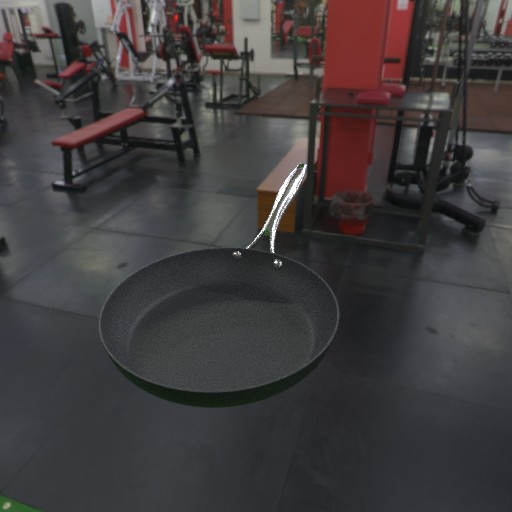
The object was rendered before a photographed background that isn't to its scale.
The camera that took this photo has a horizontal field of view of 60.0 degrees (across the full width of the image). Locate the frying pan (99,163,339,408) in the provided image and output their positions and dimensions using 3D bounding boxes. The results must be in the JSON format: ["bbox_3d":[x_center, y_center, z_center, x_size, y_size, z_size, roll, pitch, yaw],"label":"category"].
[{"bbox_3d":[0.000,0.000,0.571,0.255,0.105,0.472,11,31,18],"label":"frying pan"}]
